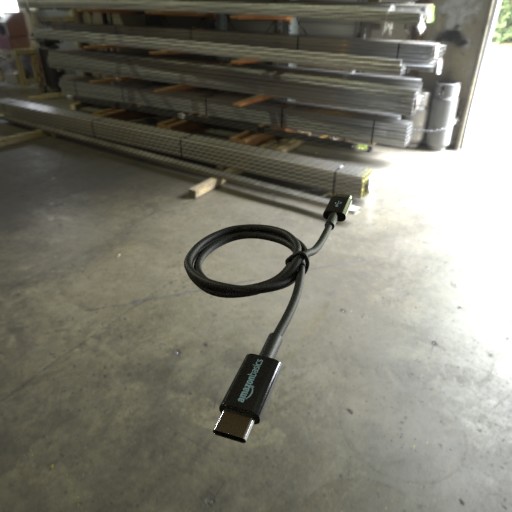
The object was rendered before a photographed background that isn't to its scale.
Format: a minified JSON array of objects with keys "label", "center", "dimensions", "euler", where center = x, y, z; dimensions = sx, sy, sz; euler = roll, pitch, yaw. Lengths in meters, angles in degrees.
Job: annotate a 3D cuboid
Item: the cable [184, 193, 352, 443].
[{"label":"cable","center":[0.000,0.000,0.226],"dimensions":[0.070,0.014,0.203],"euler":[10,32,16]}]
